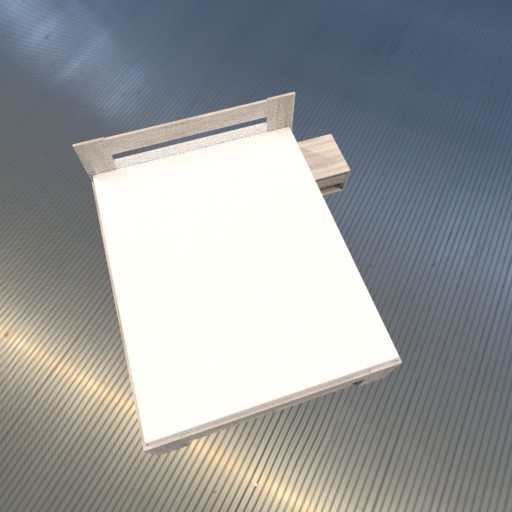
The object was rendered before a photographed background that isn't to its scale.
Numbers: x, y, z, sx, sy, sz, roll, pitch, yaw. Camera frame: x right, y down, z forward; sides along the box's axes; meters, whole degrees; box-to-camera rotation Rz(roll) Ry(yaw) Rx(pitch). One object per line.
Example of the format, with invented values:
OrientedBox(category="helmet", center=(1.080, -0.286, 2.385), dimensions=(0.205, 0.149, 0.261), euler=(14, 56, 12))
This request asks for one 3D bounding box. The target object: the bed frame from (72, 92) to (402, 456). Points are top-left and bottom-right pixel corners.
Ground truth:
OrientedBox(category="bed frame", center=(0.000, 0.000, 3.189), dimensions=(2.040, 0.860, 2.050), euler=(-16, 64, -8))
